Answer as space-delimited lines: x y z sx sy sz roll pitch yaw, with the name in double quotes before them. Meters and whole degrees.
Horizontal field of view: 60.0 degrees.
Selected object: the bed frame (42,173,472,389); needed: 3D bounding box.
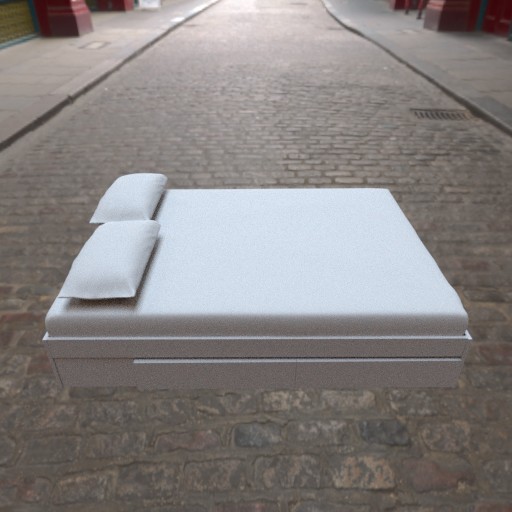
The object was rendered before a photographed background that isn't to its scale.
"bed frame" 0.000 0.000 2.615 1.950 0.629 1.450 0 33 0
